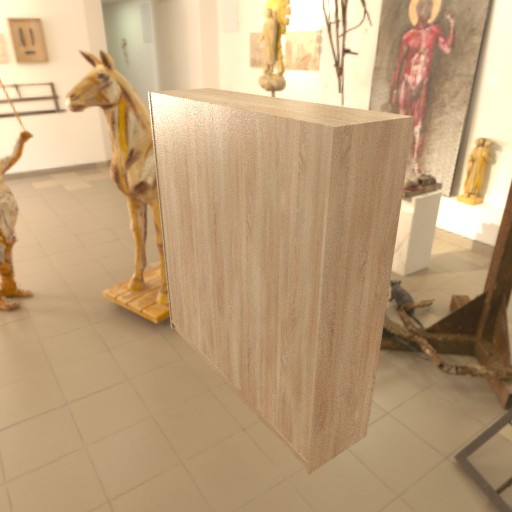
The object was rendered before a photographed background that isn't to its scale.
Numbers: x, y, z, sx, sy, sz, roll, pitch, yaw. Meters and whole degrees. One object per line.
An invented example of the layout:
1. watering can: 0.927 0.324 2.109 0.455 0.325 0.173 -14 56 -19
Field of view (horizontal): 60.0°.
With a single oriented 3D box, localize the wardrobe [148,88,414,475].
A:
1. wardrobe: 0.000 0.000 3.254 0.598 2.159 1.998 -17 30 -32
